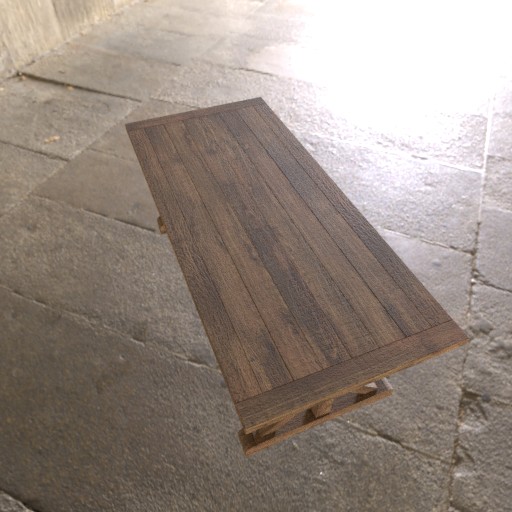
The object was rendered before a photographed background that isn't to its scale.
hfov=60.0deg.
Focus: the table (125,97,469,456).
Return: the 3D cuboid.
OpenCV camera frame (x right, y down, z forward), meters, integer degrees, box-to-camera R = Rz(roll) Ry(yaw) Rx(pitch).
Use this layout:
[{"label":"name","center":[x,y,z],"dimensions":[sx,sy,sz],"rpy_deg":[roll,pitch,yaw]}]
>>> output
[{"label":"table","center":[0.000,0.000,2.462],"dimensions":[0.907,0.733,2.031],"rpy_deg":[-17,49,-15]}]
